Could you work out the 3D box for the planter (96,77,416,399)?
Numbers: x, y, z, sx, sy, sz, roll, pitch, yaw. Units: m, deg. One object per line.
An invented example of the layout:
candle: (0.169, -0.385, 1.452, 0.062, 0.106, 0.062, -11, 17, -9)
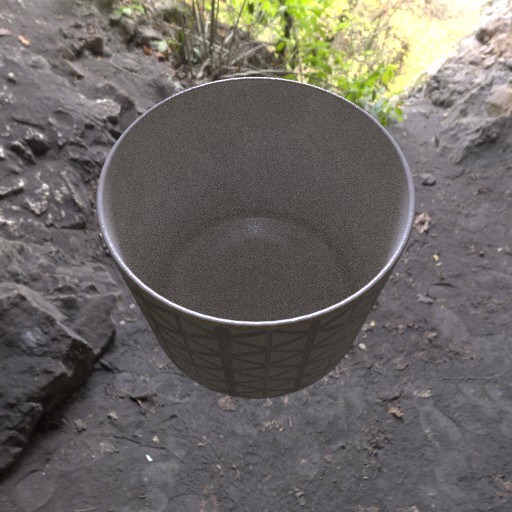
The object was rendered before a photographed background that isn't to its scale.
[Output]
planter: (0.000, 0.000, 0.345, 0.190, 0.181, 0.190, 0, 59, 0)
